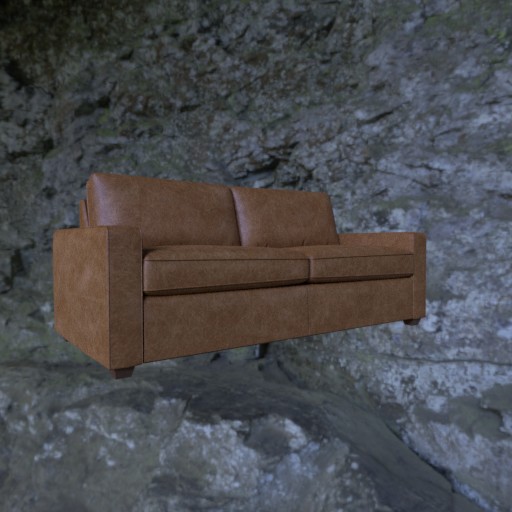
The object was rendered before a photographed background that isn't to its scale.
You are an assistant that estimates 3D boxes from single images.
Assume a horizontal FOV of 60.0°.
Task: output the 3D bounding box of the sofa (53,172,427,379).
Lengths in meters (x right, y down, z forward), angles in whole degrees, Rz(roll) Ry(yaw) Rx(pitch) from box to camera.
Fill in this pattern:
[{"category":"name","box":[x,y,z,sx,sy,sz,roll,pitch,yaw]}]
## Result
[{"category":"sofa","box":[0.000,0.000,2.698,2.156,0.928,0.991,-1,2,-36]}]
